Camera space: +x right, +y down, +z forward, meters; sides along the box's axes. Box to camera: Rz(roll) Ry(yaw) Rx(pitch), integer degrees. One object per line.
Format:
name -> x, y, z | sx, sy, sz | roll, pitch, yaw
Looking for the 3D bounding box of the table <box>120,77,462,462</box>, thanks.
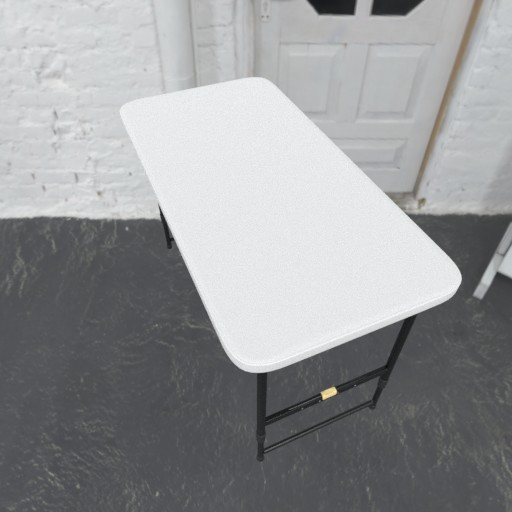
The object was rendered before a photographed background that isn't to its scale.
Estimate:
table -> 0.000, 0.000, 1.619 | 0.610, 0.737, 1.219 | -18, 49, -16
